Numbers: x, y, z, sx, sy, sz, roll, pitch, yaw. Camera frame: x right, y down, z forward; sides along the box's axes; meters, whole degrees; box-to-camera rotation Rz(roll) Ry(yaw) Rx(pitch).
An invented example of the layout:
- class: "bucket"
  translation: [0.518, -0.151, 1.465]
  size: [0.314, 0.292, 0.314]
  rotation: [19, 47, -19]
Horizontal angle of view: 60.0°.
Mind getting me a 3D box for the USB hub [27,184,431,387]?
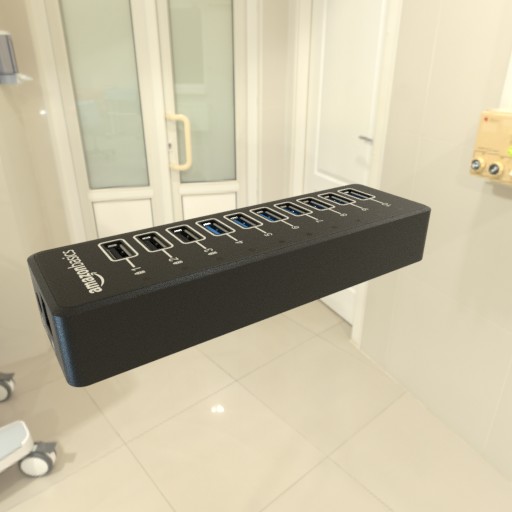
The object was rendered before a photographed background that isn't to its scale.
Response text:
- class: "USB hub"
  translation: [0.000, 0.000, 0.163]
  size: [0.145, 0.023, 0.044]
  rotation: [-16, 30, -30]
